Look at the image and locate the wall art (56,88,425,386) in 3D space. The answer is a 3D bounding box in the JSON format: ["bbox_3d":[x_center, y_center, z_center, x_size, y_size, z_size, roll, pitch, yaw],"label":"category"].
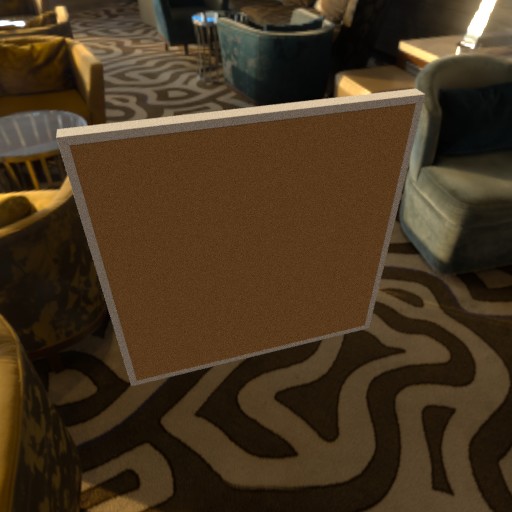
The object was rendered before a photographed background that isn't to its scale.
[{"bbox_3d":[0.000,0.000,1.138,0.762,0.762,0.038,-11,41,-13],"label":"wall art"}]
